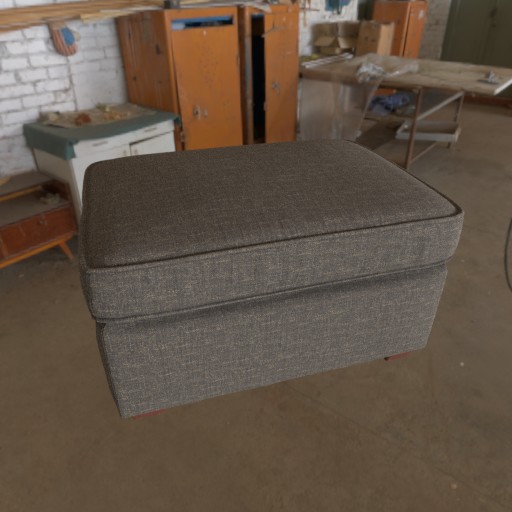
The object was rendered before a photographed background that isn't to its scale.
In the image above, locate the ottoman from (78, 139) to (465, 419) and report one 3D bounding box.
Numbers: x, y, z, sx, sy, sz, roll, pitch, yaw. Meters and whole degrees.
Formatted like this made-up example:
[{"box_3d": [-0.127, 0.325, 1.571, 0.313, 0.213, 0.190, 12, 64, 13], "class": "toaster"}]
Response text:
[{"box_3d": [0.000, 0.000, 1.081, 0.749, 0.450, 0.549, -9, 32, -14], "class": "ottoman"}]
